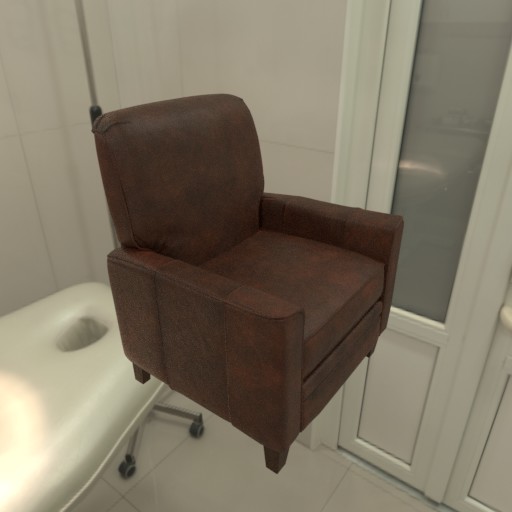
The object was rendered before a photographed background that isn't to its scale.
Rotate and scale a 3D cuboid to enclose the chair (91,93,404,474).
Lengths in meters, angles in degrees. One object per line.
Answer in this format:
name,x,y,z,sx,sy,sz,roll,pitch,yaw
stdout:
chair,0.000,0.000,1.638,0.836,1.043,0.843,19,33,32
